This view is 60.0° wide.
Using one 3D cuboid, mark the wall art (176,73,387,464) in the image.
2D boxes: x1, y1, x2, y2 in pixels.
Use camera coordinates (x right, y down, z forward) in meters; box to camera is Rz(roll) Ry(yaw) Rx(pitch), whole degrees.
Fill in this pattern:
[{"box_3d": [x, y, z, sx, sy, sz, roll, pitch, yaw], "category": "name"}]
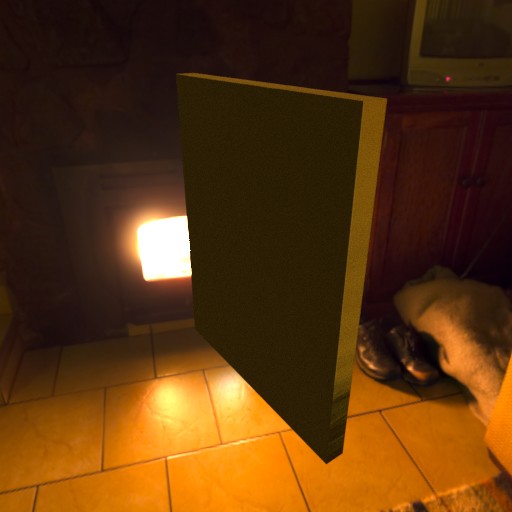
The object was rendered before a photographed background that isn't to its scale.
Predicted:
[{"box_3d": [0.000, 0.000, 0.834, 0.040, 0.608, 0.489, -17, 31, -31], "category": "wall art"}]
